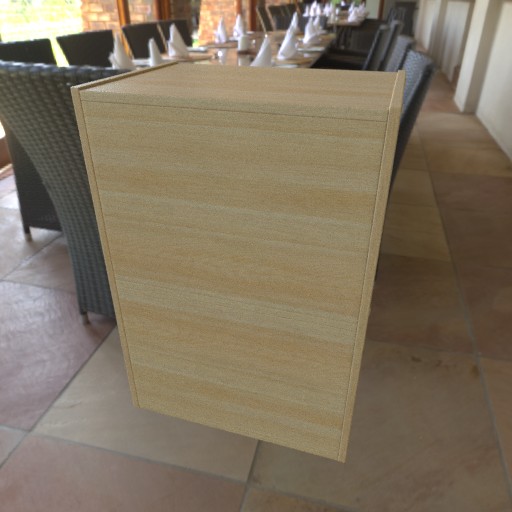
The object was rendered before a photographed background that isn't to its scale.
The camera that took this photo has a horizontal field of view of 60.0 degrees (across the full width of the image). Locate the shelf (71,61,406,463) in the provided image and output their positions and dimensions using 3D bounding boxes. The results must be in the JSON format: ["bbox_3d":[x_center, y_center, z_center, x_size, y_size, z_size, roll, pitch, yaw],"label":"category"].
[{"bbox_3d":[0.000,0.000,0.785,0.414,0.592,0.290,9,31,15],"label":"shelf"}]
